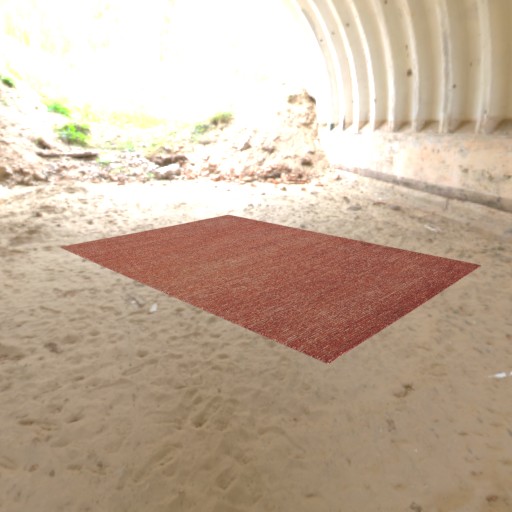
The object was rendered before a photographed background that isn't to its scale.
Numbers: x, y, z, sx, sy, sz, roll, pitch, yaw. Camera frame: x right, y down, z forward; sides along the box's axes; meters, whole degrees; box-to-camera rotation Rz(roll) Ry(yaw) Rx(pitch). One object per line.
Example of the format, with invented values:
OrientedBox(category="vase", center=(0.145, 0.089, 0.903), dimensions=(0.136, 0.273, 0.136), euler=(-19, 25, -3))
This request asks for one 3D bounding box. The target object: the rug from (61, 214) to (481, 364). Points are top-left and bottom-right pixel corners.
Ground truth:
OrientedBox(category="rug", center=(0.000, 0.000, 5.069), dimensions=(3.965, 0.025, 2.803), euler=(15, 22, 42))
